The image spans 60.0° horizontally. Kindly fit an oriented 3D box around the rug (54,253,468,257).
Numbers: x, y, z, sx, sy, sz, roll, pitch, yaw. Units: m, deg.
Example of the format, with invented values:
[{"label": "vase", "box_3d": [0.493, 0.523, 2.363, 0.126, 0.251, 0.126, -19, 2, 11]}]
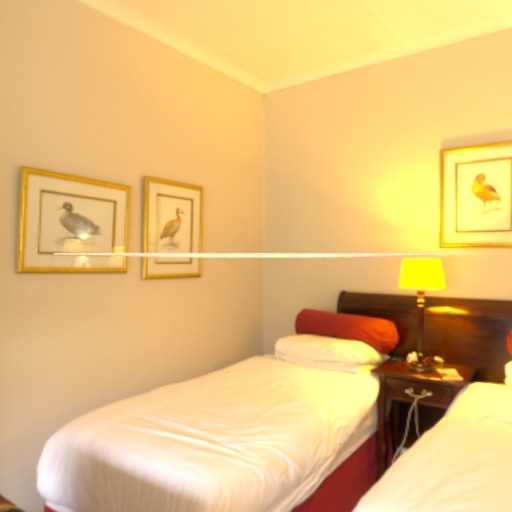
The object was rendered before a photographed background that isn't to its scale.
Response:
[{"label": "rug", "box_3d": [0.000, 0.000, 4.120, 2.453, 0.010, 3.037, 0, 0, -2]}]
